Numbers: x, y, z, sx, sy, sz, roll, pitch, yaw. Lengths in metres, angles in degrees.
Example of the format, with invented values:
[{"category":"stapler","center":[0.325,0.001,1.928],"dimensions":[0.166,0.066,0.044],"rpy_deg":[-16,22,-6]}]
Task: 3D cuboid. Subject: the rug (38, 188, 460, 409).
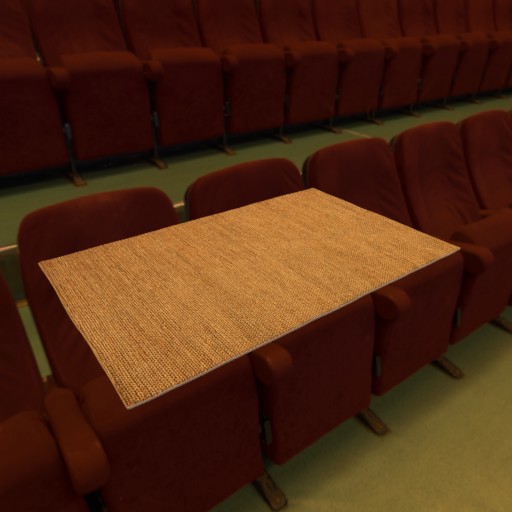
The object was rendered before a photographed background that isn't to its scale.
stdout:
[{"category":"rug","center":[0.000,0.000,3.003],"dimensions":[2.438,0.034,1.521],"rpy_deg":[-19,34,-31]}]
